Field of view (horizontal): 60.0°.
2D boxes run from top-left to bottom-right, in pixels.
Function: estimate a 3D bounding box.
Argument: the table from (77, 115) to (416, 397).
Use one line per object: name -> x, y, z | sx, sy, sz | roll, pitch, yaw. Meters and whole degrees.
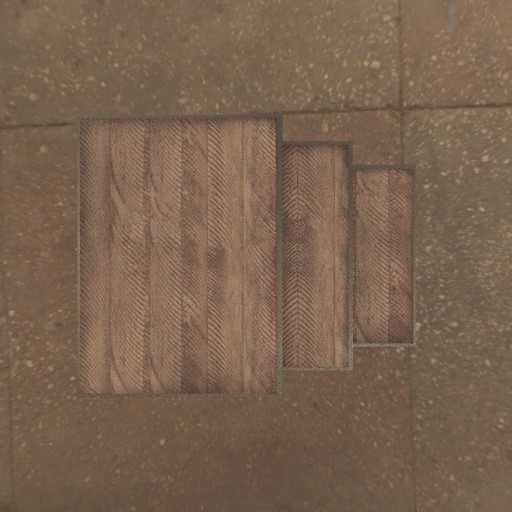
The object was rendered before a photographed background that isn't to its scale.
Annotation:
table -> 0.000, 0.000, 1.161 | 0.706, 0.610, 0.559 | 0, 90, 0
